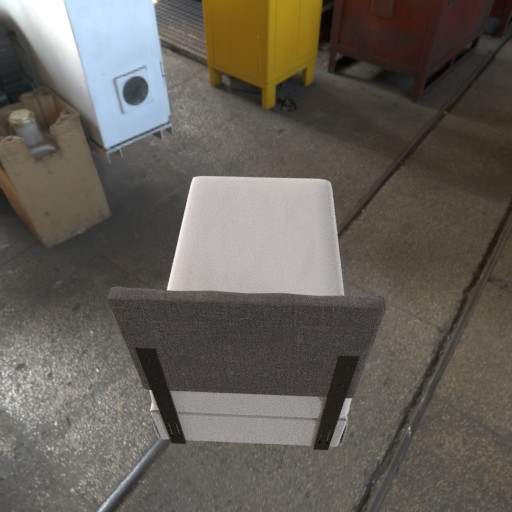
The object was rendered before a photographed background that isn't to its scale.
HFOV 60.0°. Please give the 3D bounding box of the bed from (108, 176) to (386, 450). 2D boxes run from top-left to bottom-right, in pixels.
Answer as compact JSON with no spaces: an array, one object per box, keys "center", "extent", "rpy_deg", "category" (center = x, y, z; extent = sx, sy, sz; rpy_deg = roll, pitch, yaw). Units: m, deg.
[{"center":[0.000,0.000,3.017],"extent":[1.261,1.571,1.997],"rpy_deg":[2,48,2],"category":"bed"}]
